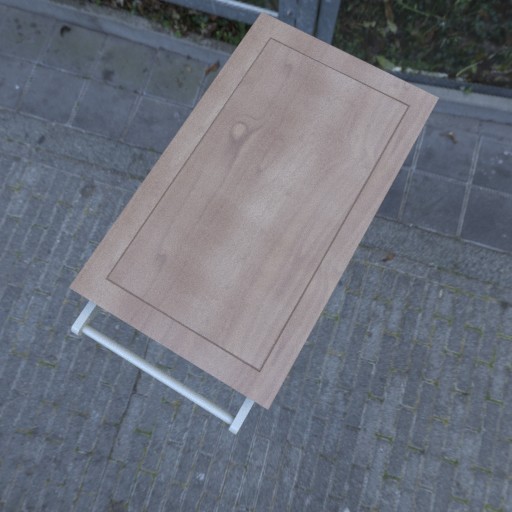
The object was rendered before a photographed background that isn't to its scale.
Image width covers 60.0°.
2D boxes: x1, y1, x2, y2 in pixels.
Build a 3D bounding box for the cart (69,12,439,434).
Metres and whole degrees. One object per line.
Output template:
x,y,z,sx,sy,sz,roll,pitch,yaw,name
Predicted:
0.000,0.000,1.360,0.459,0.901,0.840,30,77,7,cart
